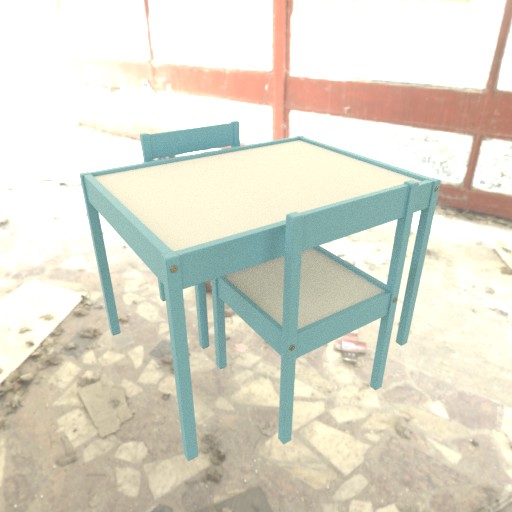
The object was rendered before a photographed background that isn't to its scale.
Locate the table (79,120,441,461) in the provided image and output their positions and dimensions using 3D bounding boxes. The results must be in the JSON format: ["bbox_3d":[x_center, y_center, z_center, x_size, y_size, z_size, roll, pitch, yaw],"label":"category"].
[{"bbox_3d":[0.000,0.000,1.076,0.639,0.503,0.633,-18,33,-29],"label":"table"}]
